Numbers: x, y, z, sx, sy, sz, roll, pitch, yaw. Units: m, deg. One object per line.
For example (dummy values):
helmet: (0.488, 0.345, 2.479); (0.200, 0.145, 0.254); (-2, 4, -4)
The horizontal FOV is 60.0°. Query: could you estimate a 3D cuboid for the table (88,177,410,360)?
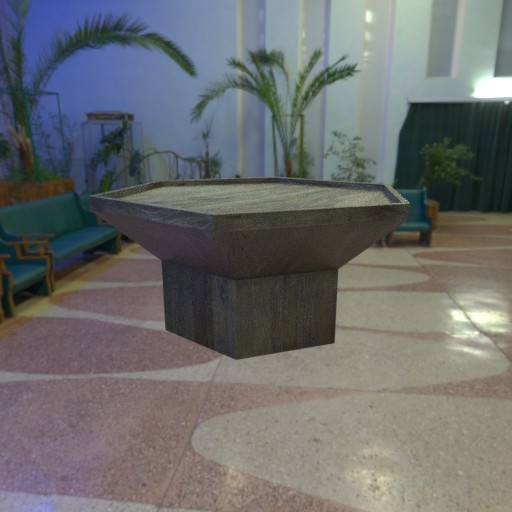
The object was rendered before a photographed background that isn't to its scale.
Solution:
table: (0.000, 0.000, 1.631); (0.966, 0.488, 1.115); (3, 15, 10)
